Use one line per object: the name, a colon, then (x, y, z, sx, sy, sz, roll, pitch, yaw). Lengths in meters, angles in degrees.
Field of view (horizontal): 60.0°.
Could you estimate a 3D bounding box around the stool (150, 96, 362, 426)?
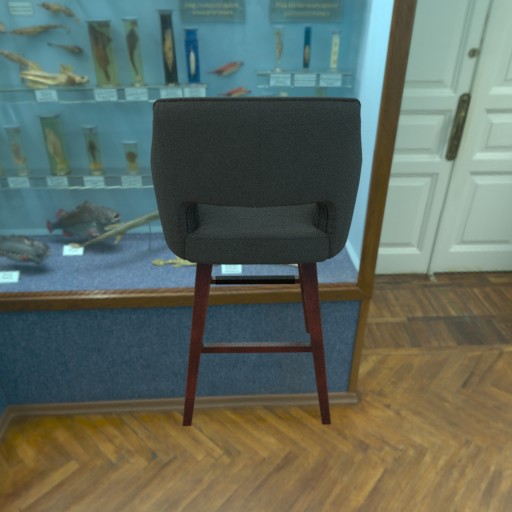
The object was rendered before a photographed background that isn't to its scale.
stool: (0.000, 0.000, 1.343, 0.548, 1.012, 0.558, 0, 30, -1)
